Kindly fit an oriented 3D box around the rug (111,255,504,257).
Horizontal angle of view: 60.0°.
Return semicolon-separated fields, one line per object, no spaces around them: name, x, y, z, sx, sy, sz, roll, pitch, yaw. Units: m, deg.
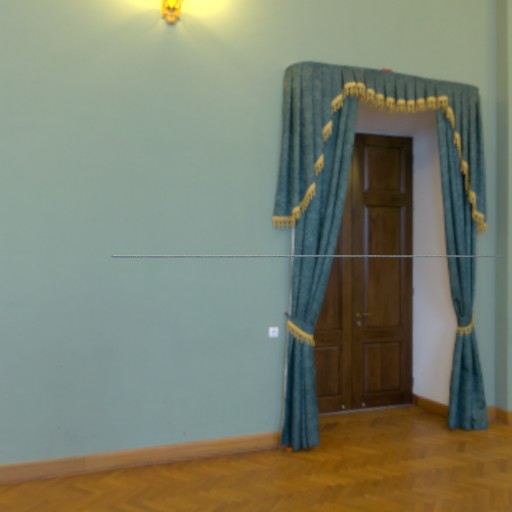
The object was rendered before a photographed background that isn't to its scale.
rug;0.000;0.000;3.940;2.438;0.013;3.048;0;0;-18
